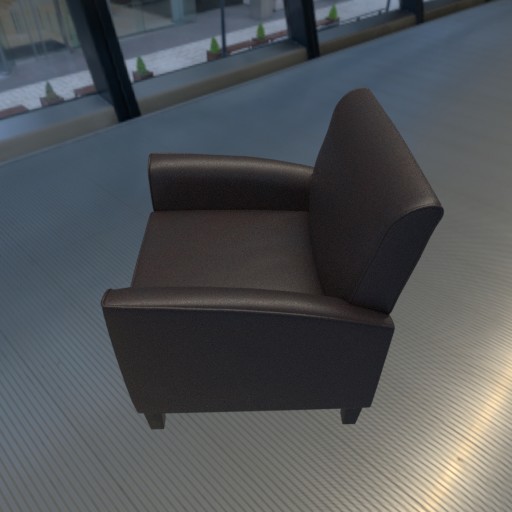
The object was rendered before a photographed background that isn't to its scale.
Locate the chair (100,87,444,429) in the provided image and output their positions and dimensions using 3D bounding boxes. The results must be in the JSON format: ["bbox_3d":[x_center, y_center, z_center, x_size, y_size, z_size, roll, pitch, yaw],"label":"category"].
[{"bbox_3d":[0.000,0.000,1.524,0.819,0.916,0.820,-1,40,-1],"label":"chair"}]
